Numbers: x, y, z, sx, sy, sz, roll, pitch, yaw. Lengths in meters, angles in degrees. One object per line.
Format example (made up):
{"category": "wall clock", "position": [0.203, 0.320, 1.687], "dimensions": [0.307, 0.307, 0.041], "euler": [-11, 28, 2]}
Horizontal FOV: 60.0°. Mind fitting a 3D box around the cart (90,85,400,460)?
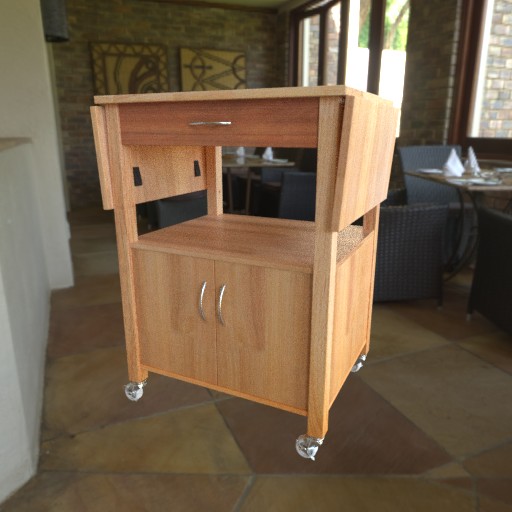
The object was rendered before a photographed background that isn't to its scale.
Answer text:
{"category": "cart", "position": [0.000, 0.000, 1.250], "dimensions": [0.640, 0.838, 0.508], "euler": [8, 17, 25]}
